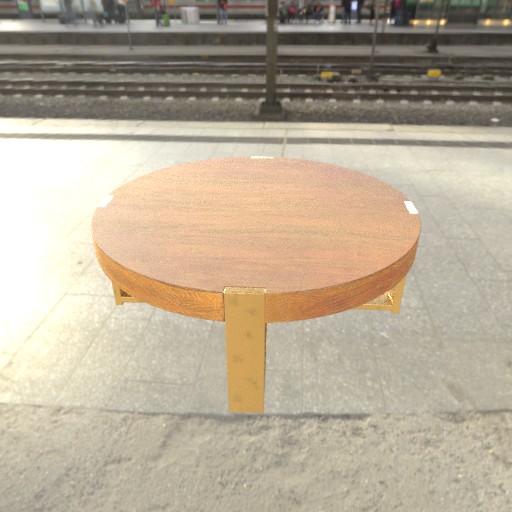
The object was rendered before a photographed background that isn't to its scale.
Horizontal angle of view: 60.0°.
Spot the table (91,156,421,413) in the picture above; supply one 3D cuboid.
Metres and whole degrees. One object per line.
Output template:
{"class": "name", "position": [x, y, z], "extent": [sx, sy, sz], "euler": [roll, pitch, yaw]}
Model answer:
{"class": "table", "position": [0.000, 0.000, 1.661], "extent": [1.100, 0.420, 1.100], "euler": [0, 30, 0]}
